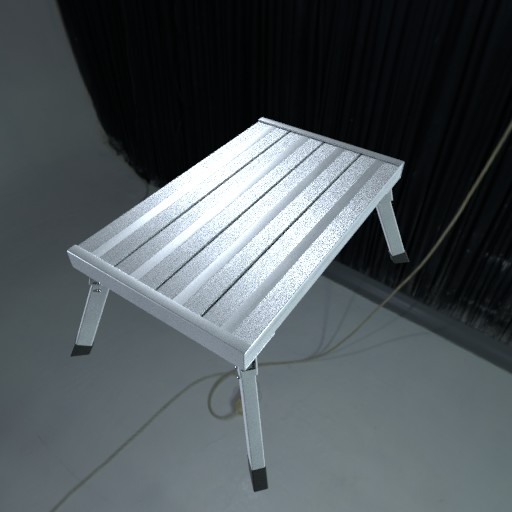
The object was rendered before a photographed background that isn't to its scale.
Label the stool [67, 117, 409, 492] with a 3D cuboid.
[{"bbox_3d":[0.000,0.000,0.726,0.385,0.225,0.535,25,49,24],"label":"stool"}]
